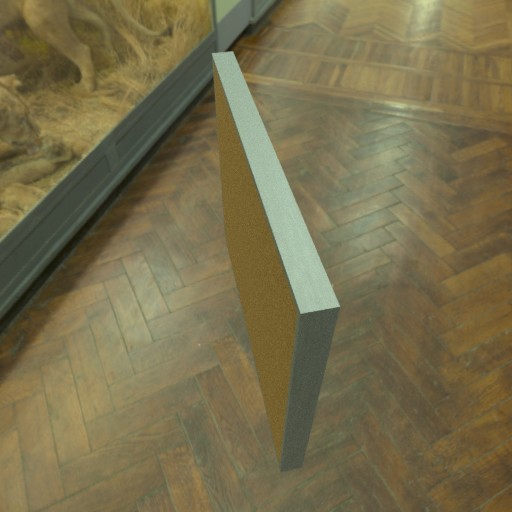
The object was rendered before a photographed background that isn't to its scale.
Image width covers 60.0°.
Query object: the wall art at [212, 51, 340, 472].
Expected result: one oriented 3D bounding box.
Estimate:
[{"bbox_3d":[0.000,0.000,0.750,0.037,0.450,0.557,-9,48,-8],"label":"wall art"}]
